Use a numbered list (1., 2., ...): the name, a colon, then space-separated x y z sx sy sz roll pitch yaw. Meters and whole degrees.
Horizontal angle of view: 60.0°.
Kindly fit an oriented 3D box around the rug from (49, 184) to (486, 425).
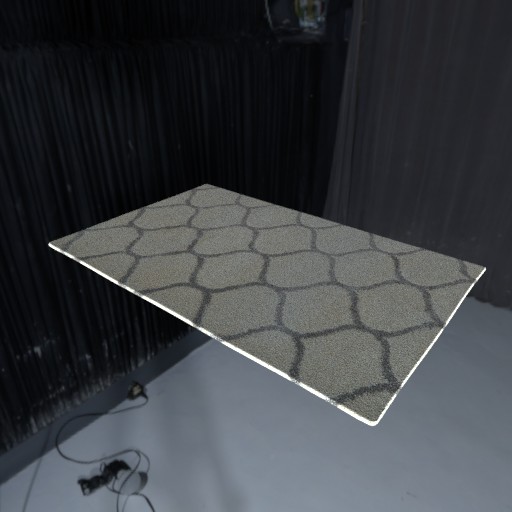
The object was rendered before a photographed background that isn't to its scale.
1. rug: 0.000 0.000 2.801 2.348 0.024 1.501 21 35 34
